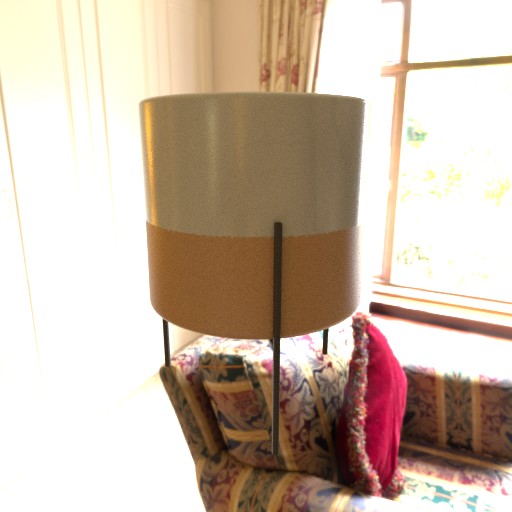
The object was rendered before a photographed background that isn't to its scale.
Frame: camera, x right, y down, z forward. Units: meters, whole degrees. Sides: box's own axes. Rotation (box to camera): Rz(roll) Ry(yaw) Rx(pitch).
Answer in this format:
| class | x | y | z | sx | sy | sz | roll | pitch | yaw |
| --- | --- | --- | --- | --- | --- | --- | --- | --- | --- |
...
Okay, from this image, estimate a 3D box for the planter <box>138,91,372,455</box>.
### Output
| class | x | y | z | sx | sy | sz | roll | pitch | yaw |
| --- | --- | --- | --- | --- | --- | --- | --- | --- | --- |
| planter | 0.000 | 0.000 | 0.727 | 0.348 | 0.480 | 0.360 | -2 | 15 | -9 |
